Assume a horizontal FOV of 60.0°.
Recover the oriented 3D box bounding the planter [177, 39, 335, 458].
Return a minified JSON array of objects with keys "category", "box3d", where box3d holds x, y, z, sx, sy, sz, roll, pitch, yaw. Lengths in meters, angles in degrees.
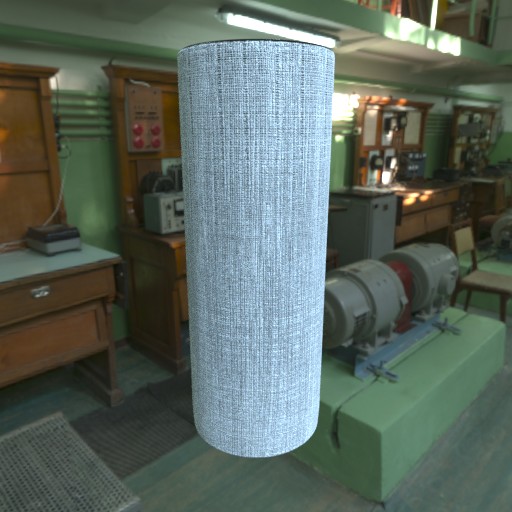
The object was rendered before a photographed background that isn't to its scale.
[{"category":"planter","box3d":[0.000,0.000,0.321,0.100,0.270,0.100,15,22,41]}]
